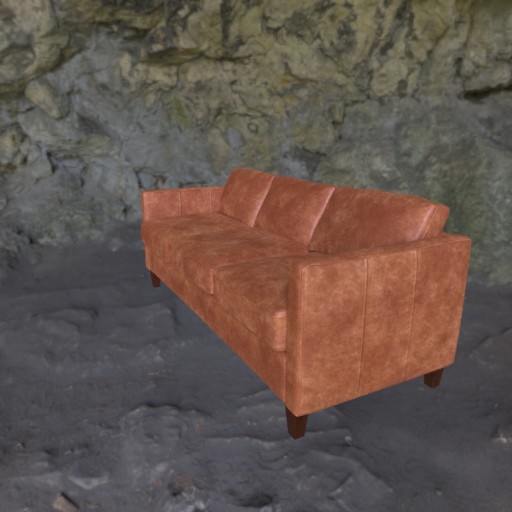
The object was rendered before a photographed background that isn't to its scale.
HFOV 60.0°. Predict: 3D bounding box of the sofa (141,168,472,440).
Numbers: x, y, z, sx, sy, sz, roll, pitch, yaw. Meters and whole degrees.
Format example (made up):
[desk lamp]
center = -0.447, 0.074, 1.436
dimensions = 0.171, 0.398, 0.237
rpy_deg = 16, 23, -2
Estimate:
[sofa]
center = 0.000, 0.000, 2.975
dimensions = 1.045, 1.006, 2.464
rpy_deg = -8, 18, -27
